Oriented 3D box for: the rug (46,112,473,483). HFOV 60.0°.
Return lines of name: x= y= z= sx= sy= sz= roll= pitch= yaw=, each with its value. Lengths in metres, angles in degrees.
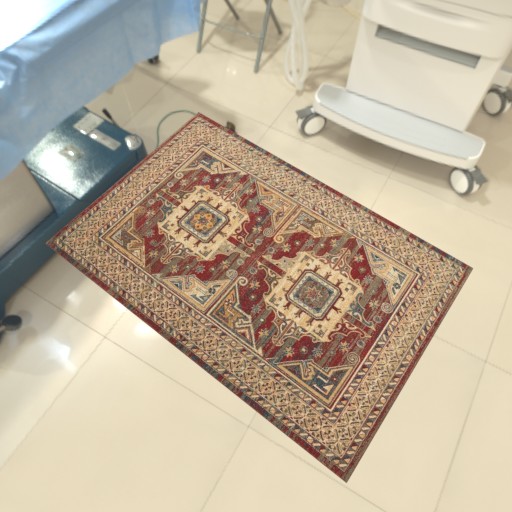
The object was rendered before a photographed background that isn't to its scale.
rug: x=0.000 y=0.000 z=5.682 sx=4.578 sy=0.033 sz=3.033 roll=34 pitch=66 yaw=17
